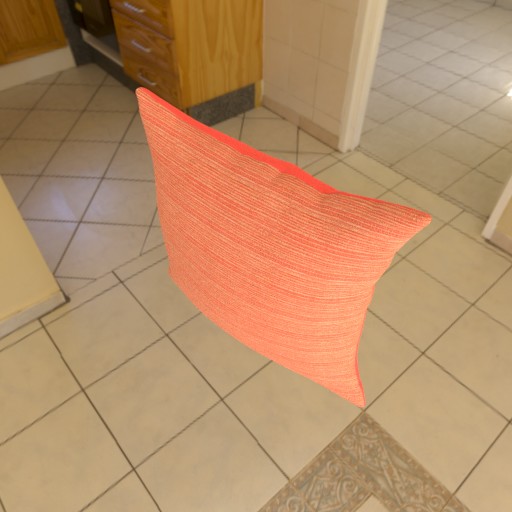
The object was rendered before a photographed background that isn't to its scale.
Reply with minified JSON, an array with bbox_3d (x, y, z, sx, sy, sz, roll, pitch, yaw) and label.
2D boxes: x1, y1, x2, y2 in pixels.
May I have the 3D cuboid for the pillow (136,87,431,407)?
[{"bbox_3d":[0.000,0.000,0.821,0.559,0.501,0.229,31,54,26],"label":"pillow"}]
